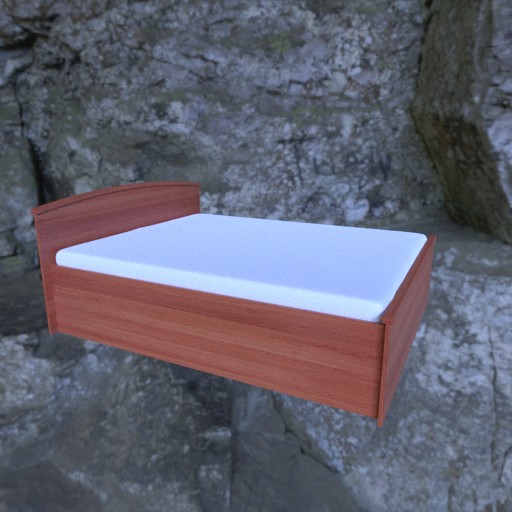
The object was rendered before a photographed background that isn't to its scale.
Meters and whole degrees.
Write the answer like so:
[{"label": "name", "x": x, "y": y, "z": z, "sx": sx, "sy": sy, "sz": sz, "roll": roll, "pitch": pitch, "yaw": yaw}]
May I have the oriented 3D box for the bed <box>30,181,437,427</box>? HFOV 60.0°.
[{"label": "bed", "x": 0.000, "y": 0.000, "z": 2.916, "sx": 2.053, "sy": 0.848, "sz": 1.683, "roll": 7, "pitch": 17, "yaw": 26}]
